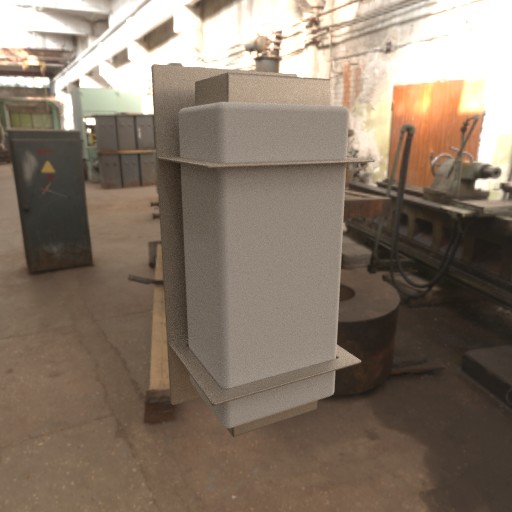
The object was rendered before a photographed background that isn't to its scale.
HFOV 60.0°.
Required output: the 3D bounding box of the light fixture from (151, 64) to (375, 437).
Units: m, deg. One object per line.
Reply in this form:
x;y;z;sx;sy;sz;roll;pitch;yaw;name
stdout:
0.000;0.000;0.469;0.168;0.380;0.160;-8;17;-26;light fixture
